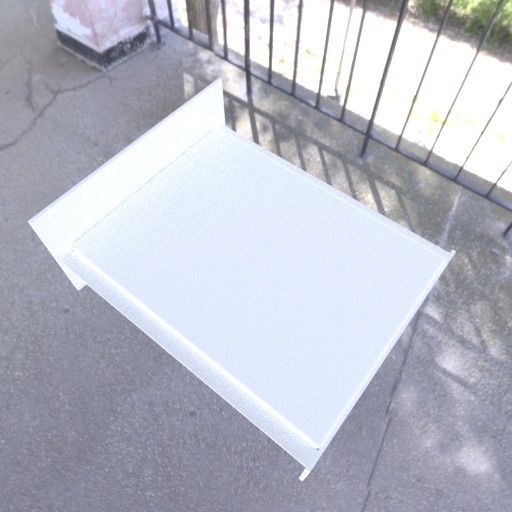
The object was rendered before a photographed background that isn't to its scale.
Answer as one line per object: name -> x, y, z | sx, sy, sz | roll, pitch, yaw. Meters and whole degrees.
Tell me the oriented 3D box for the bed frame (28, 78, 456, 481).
bed frame -> 0.000, 0.000, 2.819 | 1.960, 0.800, 1.622 | 34, 64, 19
